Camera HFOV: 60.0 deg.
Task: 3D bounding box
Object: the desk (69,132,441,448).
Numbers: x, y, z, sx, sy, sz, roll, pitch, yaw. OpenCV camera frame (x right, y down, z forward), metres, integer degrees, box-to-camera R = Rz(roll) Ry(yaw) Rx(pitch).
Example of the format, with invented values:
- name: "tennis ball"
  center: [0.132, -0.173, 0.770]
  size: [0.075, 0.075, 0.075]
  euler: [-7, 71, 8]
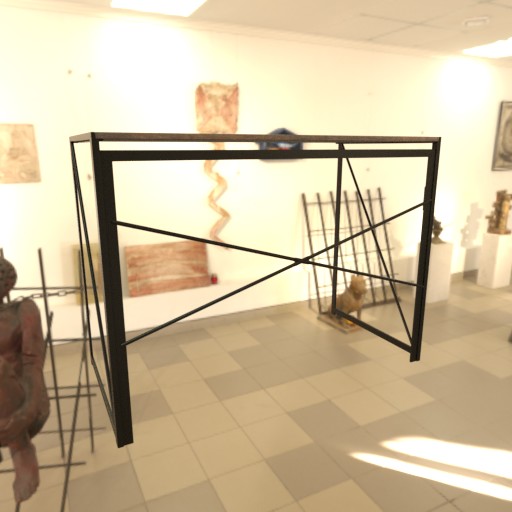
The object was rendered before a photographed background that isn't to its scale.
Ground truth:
- name: "desk"
  center: [0.000, 0.000, 1.438]
  size: [1.015, 0.747, 0.505]
  euler: [-7, 15, -26]
